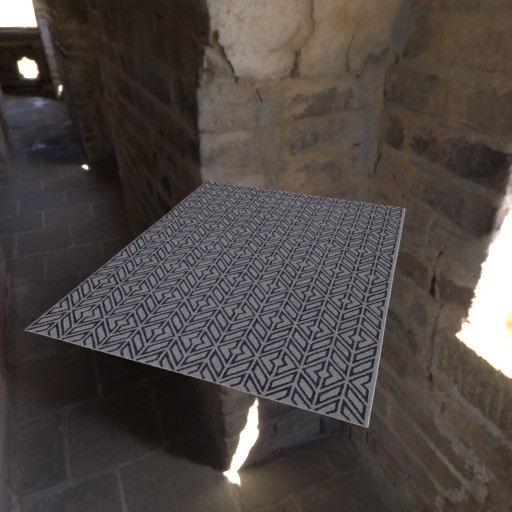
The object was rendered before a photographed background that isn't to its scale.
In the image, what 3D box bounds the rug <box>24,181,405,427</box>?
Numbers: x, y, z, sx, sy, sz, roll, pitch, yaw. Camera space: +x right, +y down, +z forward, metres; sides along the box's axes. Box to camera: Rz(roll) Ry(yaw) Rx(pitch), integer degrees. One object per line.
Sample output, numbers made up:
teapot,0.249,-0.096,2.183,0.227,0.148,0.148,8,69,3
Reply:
rug,0.000,0.000,4.038,2.421,0.008,3.045,11,33,17
